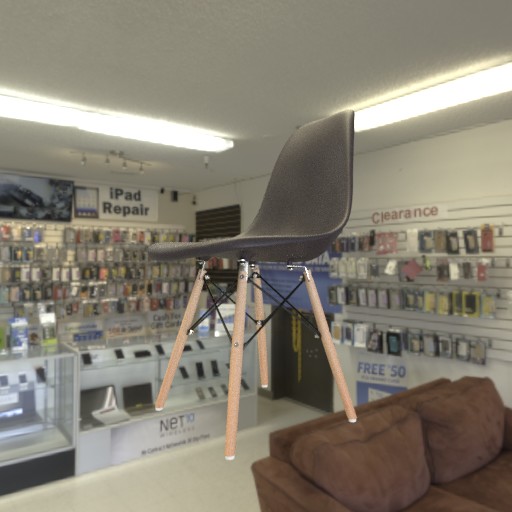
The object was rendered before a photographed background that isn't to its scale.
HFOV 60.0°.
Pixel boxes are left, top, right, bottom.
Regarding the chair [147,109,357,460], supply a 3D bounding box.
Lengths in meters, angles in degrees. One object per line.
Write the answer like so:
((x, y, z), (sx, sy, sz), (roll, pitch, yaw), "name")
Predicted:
((0.000, 0.000, 1.162), (0.533, 0.825, 0.470), (0, 0, -36), "chair")
